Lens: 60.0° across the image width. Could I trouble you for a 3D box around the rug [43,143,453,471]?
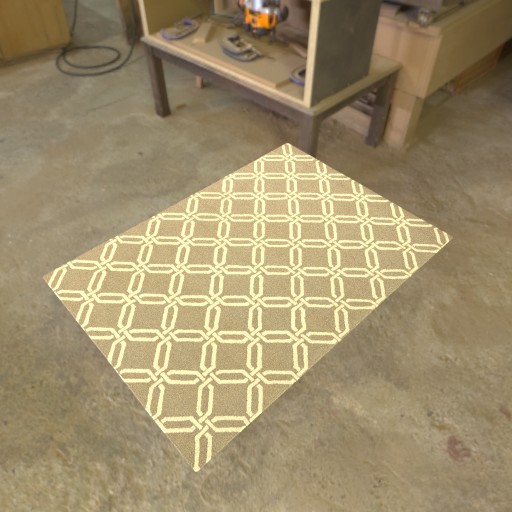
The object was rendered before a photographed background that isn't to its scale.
[{"bbox_3d":[0.000,0.000,4.483,3.419,0.020,2.441,-34,56,-28],"label":"rug"}]
